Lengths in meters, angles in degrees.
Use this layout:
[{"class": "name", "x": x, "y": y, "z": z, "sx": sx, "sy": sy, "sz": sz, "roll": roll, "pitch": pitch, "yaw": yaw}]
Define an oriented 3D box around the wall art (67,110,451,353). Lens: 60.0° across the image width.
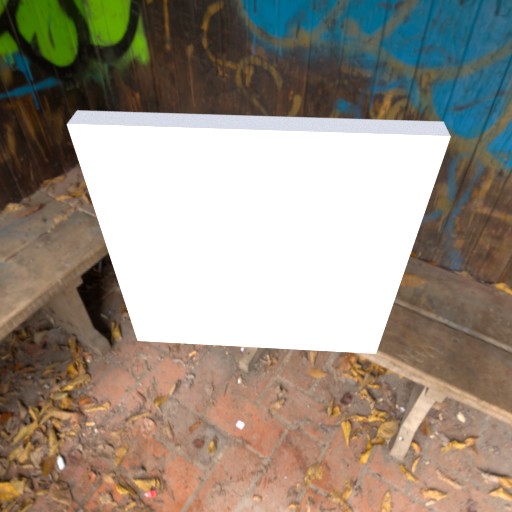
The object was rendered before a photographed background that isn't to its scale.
[{"class": "wall art", "x": 0.000, "y": 0.000, "z": 0.544, "sx": 0.355, "sy": 0.355, "sz": 0.027, "roll": 3, "pitch": 45, "yaw": 3}]
